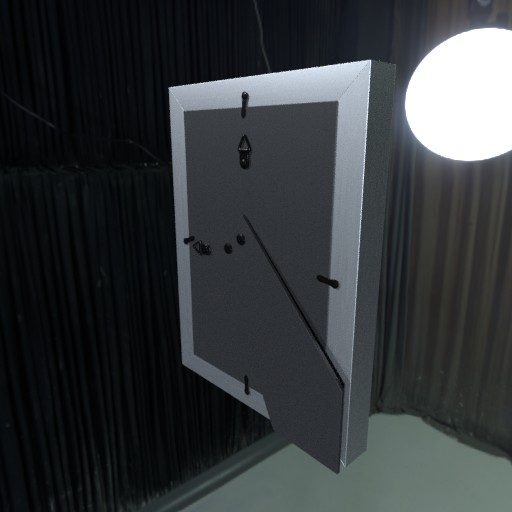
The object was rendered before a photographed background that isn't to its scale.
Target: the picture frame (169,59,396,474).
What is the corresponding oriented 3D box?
[{"bbox_3d":[0.000,0.000,0.276,0.028,0.208,0.157,-14,21,-41],"label":"picture frame"}]
